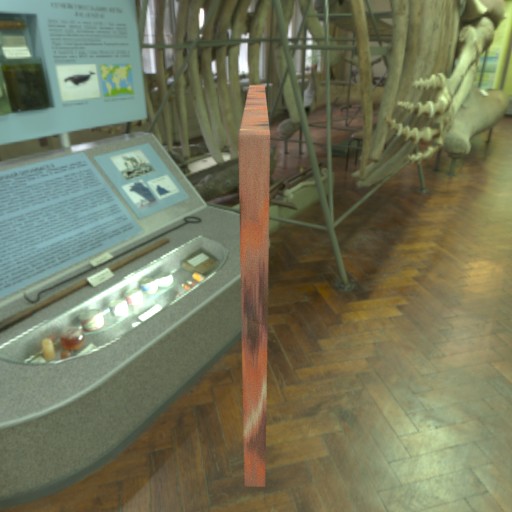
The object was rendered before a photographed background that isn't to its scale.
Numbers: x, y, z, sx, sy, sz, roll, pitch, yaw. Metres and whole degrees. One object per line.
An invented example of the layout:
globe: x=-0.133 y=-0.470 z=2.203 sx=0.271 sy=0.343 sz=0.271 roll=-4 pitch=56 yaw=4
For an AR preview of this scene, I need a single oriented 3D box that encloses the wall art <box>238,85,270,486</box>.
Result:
wall art: x=0.000 y=0.000 z=0.915 sx=0.037 sy=0.609 sz=0.603 roll=0 pitch=26 yaw=0
